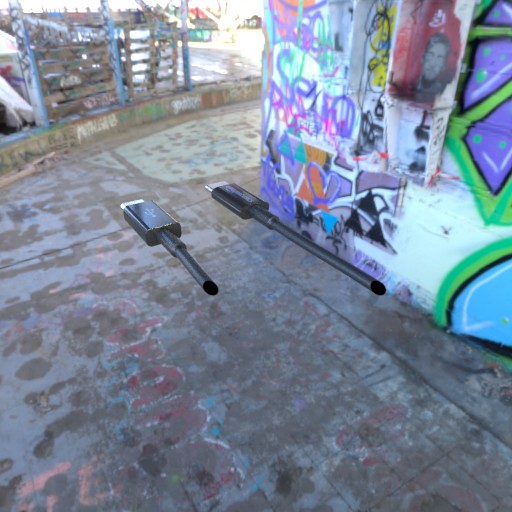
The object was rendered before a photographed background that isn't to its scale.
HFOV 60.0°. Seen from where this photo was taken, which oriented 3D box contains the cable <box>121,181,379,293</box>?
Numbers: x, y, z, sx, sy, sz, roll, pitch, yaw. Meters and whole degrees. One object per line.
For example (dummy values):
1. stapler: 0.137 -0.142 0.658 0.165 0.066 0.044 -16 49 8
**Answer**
1. cable: 0.000 0.000 0.113 0.040 0.006 0.098 -18 34 -28
